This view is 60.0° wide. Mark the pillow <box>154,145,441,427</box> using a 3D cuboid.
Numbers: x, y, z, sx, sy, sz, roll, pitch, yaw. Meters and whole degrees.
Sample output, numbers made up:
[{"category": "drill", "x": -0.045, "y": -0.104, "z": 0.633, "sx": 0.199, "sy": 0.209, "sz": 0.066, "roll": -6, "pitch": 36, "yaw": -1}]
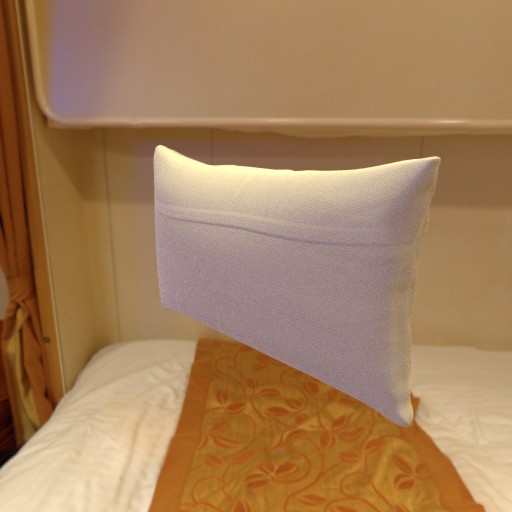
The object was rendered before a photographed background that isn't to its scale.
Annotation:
[{"category": "pillow", "x": 0.000, "y": 0.000, "z": 0.637, "sx": 0.139, "sy": 0.305, "sz": 0.506, "roll": -14, "pitch": 20, "yaw": -42}]
